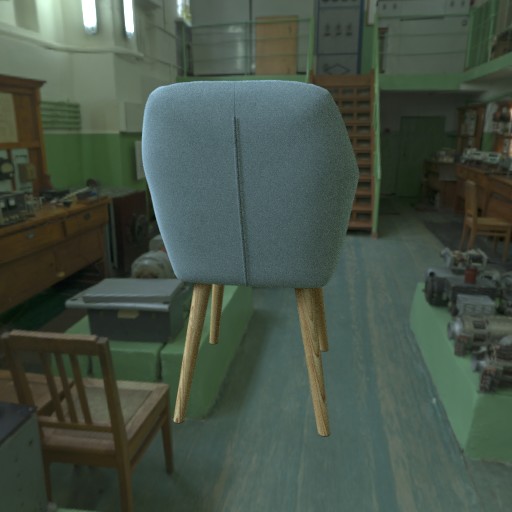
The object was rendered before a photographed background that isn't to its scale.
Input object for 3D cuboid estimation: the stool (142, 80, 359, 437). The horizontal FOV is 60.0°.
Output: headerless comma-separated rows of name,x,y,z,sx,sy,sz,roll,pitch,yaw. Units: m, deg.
stool,0.000,0.000,1.192,0.503,0.830,0.590,2,17,7
